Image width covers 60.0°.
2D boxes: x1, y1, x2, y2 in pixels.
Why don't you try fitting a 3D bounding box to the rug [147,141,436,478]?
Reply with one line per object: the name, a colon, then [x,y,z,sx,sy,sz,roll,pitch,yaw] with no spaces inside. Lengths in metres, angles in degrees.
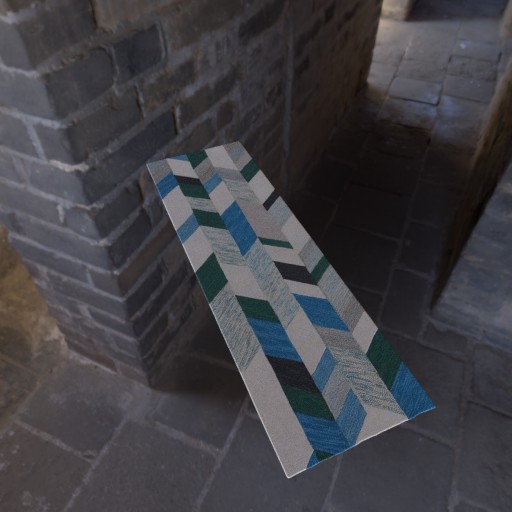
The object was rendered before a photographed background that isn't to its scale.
rug: [0.000,0.000,2.716,0.774,0.008,2.437,-18,49,-16]
